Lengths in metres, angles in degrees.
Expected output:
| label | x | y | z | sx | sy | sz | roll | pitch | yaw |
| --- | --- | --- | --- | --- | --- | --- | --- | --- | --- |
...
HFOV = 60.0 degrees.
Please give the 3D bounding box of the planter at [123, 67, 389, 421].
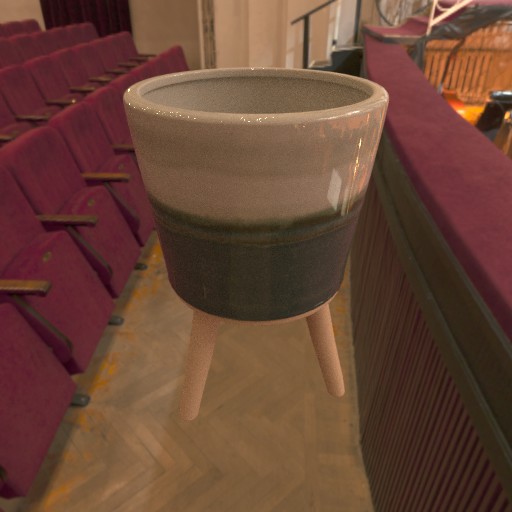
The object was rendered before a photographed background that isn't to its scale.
| label | x | y | z | sx | sy | sz | roll | pitch | yaw |
| --- | --- | --- | --- | --- | --- | --- | --- | --- | --- |
| planter | 0.000 | 0.000 | 0.455 | 0.217 | 0.331 | 0.217 | 1 | 31 | 2 |
